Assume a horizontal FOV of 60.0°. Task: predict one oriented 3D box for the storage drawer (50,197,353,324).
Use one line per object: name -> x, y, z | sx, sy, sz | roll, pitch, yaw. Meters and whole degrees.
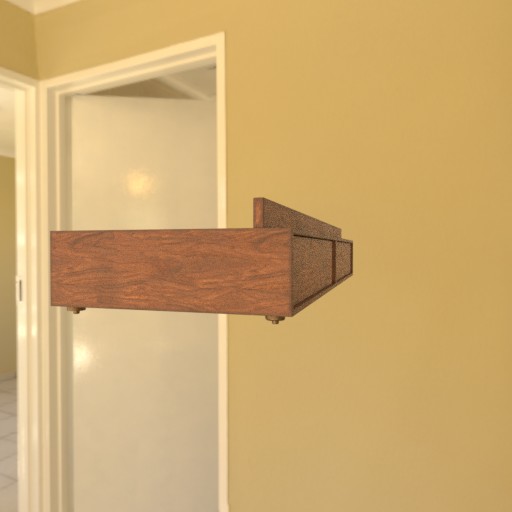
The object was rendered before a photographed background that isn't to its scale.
storage drawer -> 0.000, 0.000, 2.160 | 0.774, 0.339, 1.914 | 0, 1, 17
